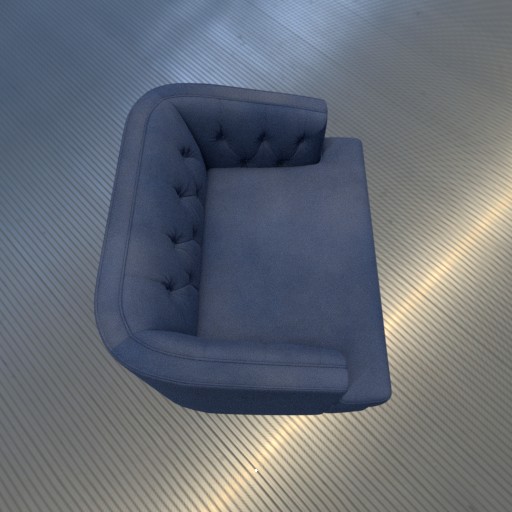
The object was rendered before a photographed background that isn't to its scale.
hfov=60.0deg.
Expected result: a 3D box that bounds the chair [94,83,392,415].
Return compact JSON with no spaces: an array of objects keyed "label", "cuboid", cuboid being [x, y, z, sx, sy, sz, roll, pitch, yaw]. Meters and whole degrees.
[{"label":"chair","cuboid":[0.000,0.000,1.728,0.914,0.787,1.118,1,64,0]}]
